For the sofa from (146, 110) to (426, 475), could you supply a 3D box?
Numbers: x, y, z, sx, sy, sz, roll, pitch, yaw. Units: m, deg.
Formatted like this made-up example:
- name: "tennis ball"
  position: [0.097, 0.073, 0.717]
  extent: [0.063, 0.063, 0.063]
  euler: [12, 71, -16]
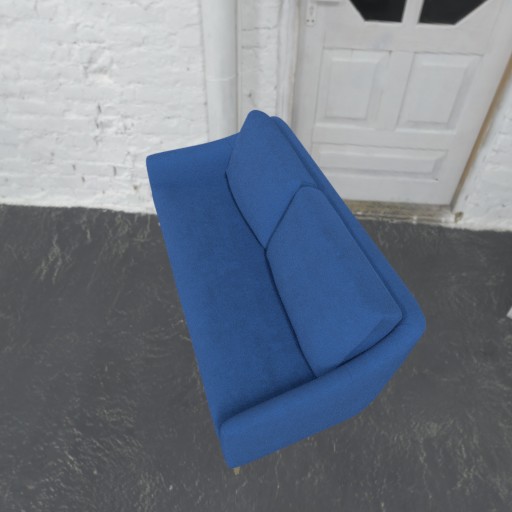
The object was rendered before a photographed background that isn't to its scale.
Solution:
- name: "sofa"
  position: [0.000, 0.000, 2.569]
  extent: [0.960, 0.903, 2.036]
  euler: [-14, 48, -13]
